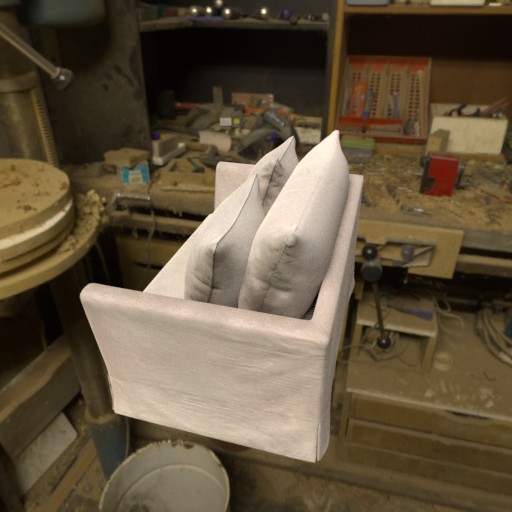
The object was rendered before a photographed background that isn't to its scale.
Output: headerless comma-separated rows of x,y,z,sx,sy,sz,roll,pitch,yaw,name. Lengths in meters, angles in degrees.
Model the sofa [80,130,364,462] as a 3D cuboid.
0.000,0.000,2.353,1.035,1.040,1.608,8,32,14,sofa
